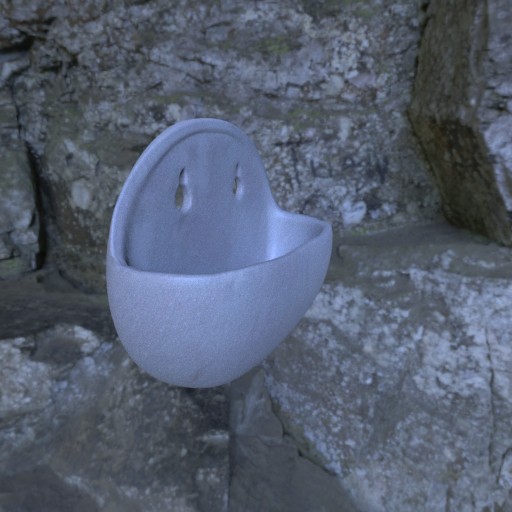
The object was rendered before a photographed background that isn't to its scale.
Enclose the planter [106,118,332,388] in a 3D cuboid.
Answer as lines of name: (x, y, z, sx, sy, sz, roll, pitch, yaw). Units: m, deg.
planter: (0.000, 0.000, 0.274, 0.073, 0.164, 0.190, 7, 16, 26)
